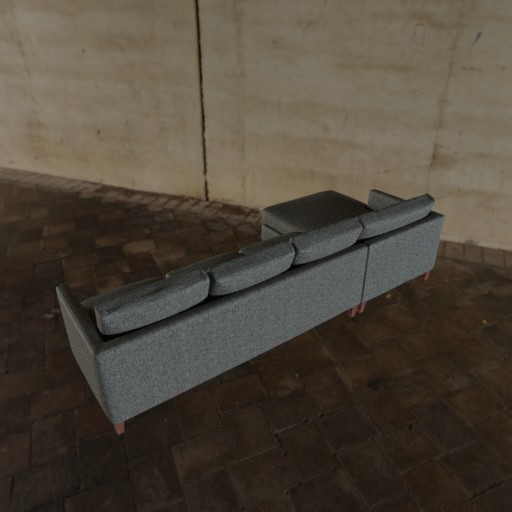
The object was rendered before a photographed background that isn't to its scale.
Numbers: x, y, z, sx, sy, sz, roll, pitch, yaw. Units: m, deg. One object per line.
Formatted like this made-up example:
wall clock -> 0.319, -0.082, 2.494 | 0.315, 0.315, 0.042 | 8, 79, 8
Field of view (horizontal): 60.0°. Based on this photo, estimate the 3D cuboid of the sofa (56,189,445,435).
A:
sofa -> 0.000, 0.000, 4.163 | 3.485, 0.960, 1.635 | -19, 35, -30
